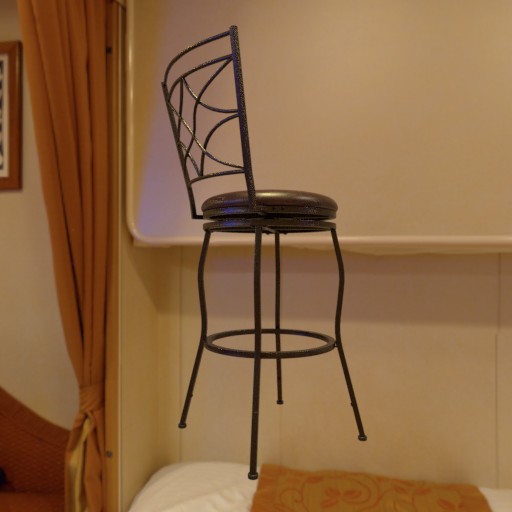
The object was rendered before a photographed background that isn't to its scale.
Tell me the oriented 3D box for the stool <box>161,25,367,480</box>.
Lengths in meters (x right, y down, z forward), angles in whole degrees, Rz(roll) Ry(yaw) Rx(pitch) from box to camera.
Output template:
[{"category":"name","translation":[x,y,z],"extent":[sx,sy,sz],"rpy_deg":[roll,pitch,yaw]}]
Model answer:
[{"category":"stool","translation":[0.000,0.000,1.370],"extent":[0.534,1.117,0.434],"rpy_deg":[0,0,-35]}]
